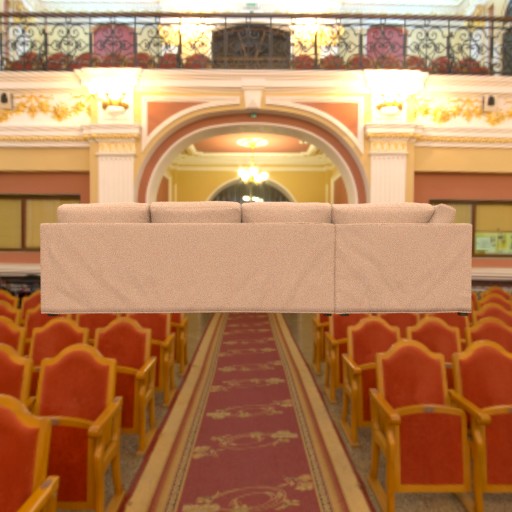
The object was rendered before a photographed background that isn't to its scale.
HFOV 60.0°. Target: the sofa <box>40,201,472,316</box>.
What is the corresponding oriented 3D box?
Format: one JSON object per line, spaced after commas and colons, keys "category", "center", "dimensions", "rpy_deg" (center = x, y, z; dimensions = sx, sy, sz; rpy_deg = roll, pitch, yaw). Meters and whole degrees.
{"category": "sofa", "center": [0.000, 0.000, 4.439], "dimensions": [3.182, 0.871, 2.432], "rpy_deg": [0, 1, 0]}
